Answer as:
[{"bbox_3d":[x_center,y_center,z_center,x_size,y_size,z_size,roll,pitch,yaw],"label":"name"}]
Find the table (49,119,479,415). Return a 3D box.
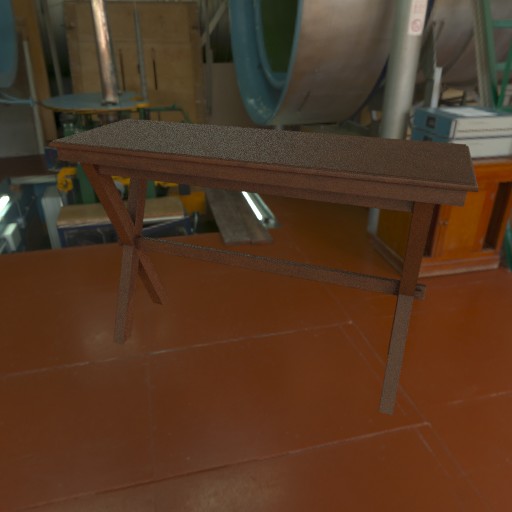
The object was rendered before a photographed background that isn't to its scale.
[{"bbox_3d":[0.000,0.000,1.502,1.197,0.763,0.399,10,29,18],"label":"table"}]
